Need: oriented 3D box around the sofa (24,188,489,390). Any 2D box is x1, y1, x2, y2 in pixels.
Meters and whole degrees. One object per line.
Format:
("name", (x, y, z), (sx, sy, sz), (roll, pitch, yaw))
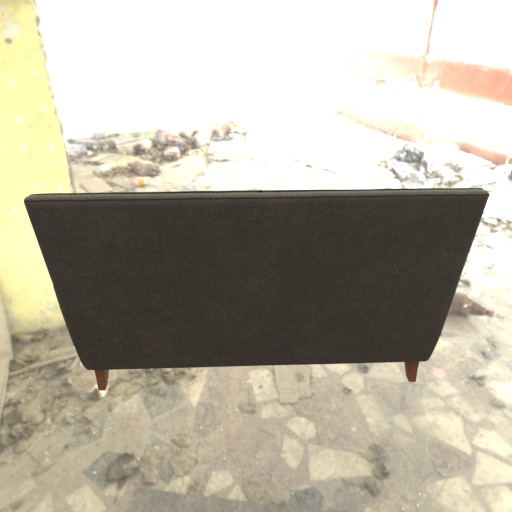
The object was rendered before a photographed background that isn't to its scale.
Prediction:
("sofa", (0.000, 0.000, 1.939), (1.473, 0.871, 0.787), (-1, 30, -2))
